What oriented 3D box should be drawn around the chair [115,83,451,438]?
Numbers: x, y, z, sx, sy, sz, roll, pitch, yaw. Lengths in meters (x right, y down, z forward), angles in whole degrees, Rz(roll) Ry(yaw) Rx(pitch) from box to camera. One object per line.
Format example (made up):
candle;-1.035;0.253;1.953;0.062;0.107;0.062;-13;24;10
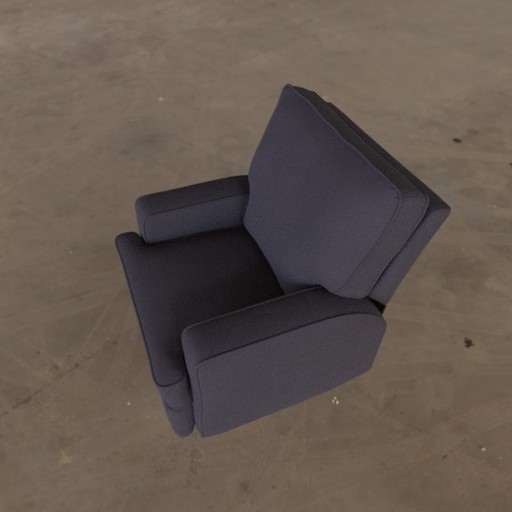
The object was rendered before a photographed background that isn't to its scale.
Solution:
chair;0.000;0.000;1.677;0.964;0.962;0.861;-17;48;-16
